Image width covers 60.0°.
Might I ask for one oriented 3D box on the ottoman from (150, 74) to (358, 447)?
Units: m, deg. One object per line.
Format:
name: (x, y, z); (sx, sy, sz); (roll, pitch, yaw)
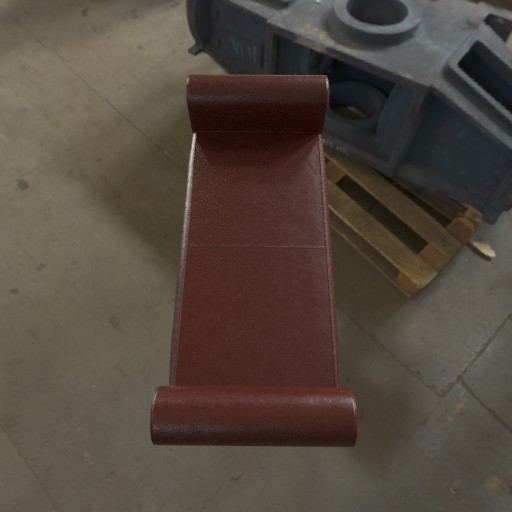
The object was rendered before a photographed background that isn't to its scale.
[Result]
ottoman: (0.000, 0.000, 1.565); (0.521, 0.547, 1.256); (0, 64, 0)
